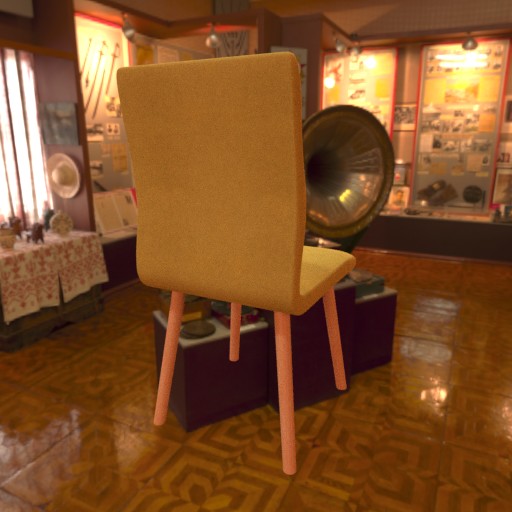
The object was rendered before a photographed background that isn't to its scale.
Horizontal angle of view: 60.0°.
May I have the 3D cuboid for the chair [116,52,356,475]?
[{"bbox_3d":[0.000,0.000,1.268,0.450,0.965,0.550,8,17,27],"label":"chair"}]
